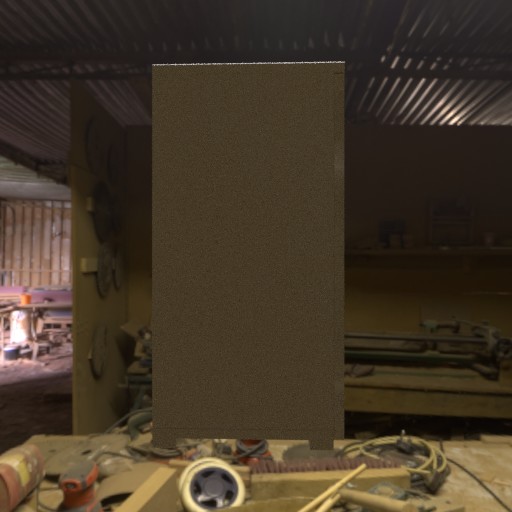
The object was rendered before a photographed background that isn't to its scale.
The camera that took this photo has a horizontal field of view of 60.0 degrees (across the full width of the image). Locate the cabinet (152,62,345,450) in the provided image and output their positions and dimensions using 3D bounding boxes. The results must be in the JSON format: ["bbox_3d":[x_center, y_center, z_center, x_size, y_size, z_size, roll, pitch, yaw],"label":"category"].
[{"bbox_3d":[0.000,0.000,1.418,0.400,0.800,1.000,0,0,2],"label":"cabinet"}]
